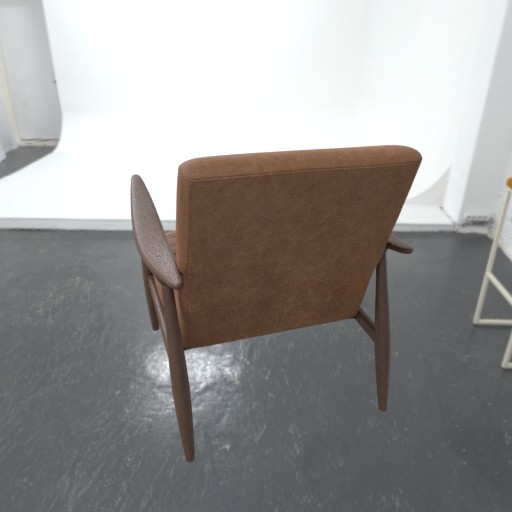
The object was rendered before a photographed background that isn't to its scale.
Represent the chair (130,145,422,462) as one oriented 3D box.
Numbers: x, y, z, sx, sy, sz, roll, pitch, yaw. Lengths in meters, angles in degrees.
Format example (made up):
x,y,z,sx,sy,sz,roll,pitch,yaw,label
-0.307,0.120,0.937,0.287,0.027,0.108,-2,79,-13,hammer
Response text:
x,y,z,sx,sy,sz,roll,pitch,yaw,label
0.000,0.000,1.433,0.741,0.832,0.798,-8,27,-16,chair
